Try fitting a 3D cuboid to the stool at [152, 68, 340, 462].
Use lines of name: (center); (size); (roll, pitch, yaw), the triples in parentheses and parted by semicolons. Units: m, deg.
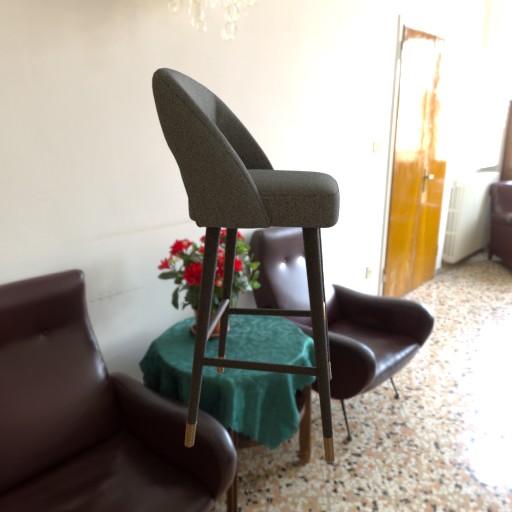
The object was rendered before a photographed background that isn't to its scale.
stool: (0.000, 0.000, 1.388); (0.524, 1.089, 0.536); (2, 16, 8)
